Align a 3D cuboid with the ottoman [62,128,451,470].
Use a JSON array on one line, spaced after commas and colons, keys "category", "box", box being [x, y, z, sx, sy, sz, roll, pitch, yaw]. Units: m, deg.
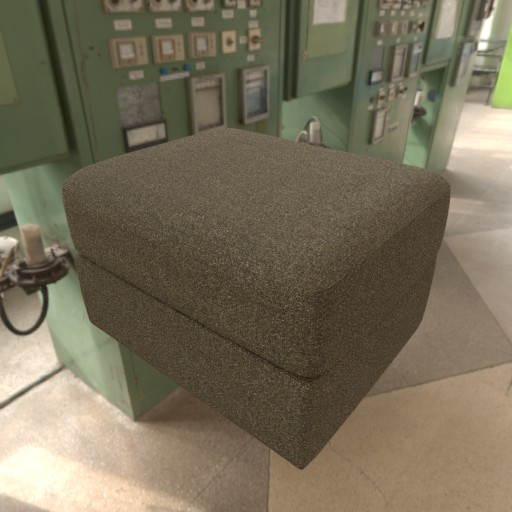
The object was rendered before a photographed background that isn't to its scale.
[{"category": "ottoman", "box": [0.000, 0.000, 1.103, 0.742, 0.476, 0.598, 22, 37, 33]}]
